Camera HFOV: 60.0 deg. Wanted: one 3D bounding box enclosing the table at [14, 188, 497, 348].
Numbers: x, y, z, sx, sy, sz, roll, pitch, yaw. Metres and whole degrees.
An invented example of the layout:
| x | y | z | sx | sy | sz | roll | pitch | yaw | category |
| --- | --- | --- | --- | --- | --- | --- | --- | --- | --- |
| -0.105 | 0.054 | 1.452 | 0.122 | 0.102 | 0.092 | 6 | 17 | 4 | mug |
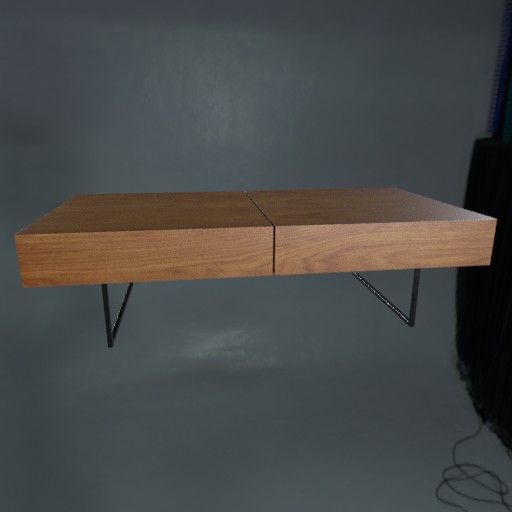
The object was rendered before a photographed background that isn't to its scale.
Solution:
| x | y | z | sx | sy | sz | roll | pitch | yaw | category |
| --- | --- | --- | --- | --- | --- | --- | --- | --- | --- |
| 0.000 | 0.000 | 1.420 | 1.194 | 0.330 | 0.610 | -2 | 17 | -8 | table |
